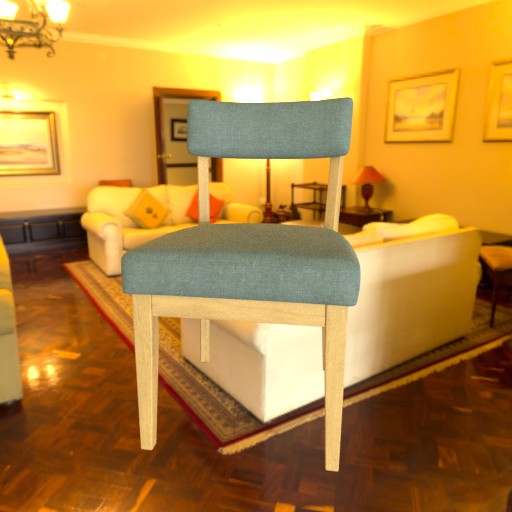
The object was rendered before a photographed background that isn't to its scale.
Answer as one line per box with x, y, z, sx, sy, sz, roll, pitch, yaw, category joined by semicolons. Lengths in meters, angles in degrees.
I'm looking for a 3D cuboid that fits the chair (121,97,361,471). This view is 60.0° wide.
0.000;0.000;1.169;0.508;0.832;0.572;2;14;9;chair
